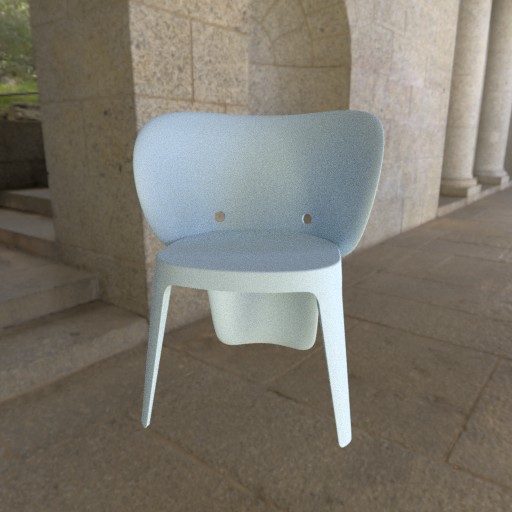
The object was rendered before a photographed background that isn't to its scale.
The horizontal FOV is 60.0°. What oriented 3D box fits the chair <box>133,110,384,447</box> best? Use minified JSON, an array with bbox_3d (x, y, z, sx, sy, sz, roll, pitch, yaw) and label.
[{"bbox_3d":[0.000,0.000,0.863,0.451,0.554,0.402,2,15,8],"label":"chair"}]
